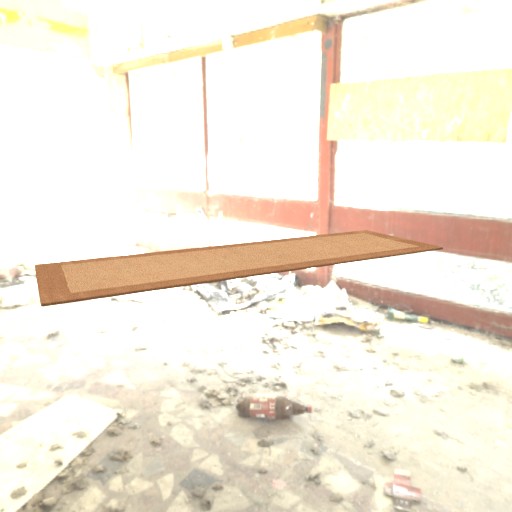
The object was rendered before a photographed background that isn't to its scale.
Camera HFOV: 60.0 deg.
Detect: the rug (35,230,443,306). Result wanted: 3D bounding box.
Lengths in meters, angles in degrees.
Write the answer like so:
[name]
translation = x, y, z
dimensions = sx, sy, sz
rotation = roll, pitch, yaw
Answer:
[rug]
translation = 0.000, 0.000, 2.738
dimensions = 2.439, 0.017, 0.764
rotation = -7, 15, -27
